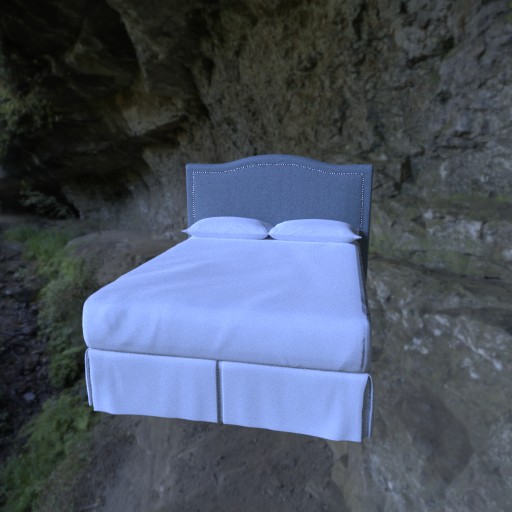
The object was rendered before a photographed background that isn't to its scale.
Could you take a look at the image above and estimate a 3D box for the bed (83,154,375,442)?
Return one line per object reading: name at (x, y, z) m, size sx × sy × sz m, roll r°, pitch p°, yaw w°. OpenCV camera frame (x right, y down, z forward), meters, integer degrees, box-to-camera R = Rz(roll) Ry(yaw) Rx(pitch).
bed at (0.000, 0.000, 3.304) m, size 1.753 × 1.460 × 2.143 m, roll 3°, pitch 14°, yaw 11°
